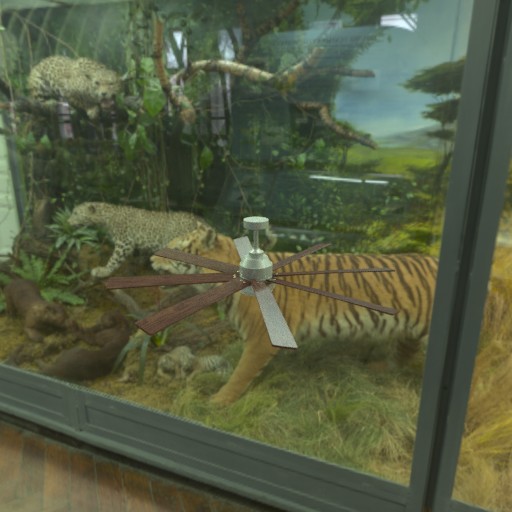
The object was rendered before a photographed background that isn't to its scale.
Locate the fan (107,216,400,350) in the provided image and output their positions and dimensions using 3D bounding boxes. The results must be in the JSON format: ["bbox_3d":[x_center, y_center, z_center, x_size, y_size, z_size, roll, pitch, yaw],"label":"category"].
[{"bbox_3d":[0.000,0.000,2.790,1.830,0.472,1.830,-3,18,-8],"label":"fan"}]
